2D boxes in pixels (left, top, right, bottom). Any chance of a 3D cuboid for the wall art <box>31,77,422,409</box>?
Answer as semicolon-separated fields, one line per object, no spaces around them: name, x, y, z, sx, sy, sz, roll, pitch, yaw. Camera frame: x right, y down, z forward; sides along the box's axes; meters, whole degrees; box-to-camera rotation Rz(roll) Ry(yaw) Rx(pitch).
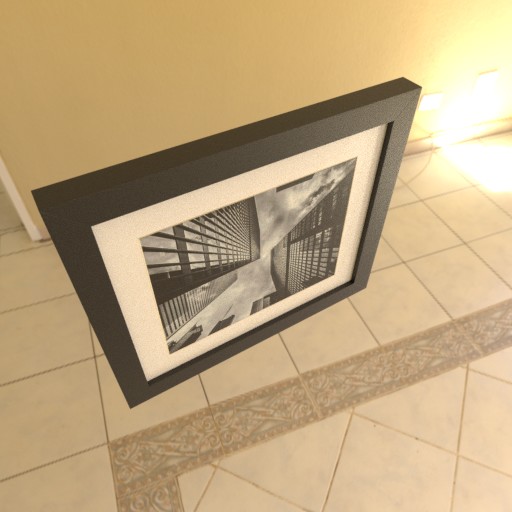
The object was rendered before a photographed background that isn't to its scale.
wall art;0.000;0.000;0.510;0.381;0.321;0.028;-23;51;-21
